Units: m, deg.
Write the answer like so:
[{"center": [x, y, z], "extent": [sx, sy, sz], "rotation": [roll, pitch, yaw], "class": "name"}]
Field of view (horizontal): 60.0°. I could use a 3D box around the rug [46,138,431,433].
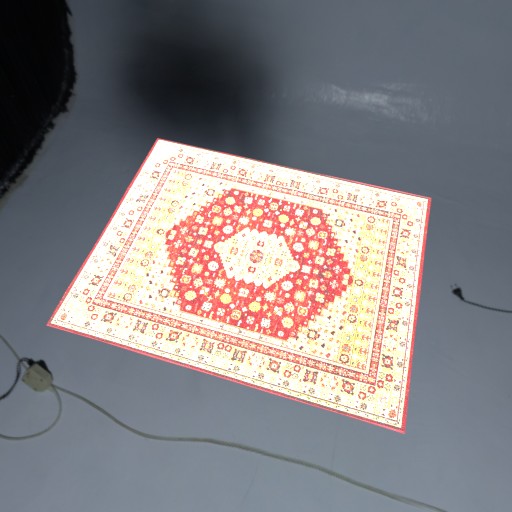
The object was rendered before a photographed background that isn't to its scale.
[{"center": [0.000, 0.000, 4.179], "extent": [3.053, 0.013, 2.387], "rotation": [14, 59, 9], "class": "rug"}]
